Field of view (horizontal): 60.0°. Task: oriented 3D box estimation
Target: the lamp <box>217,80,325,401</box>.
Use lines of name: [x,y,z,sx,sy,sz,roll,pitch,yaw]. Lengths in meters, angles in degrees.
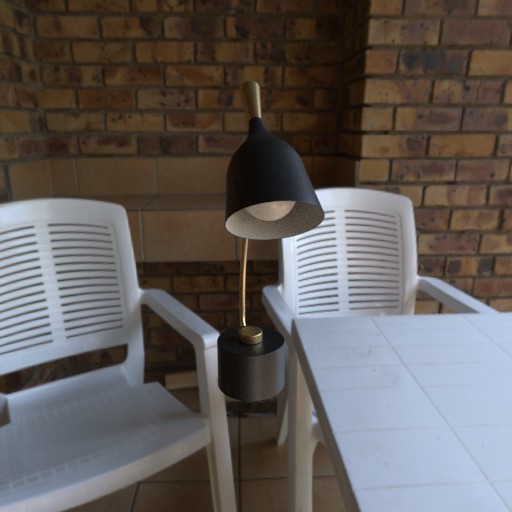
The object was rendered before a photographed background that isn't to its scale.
lamp: [0.000,0.000,0.615,0.110,0.464,0.352,-2,16,-8]
